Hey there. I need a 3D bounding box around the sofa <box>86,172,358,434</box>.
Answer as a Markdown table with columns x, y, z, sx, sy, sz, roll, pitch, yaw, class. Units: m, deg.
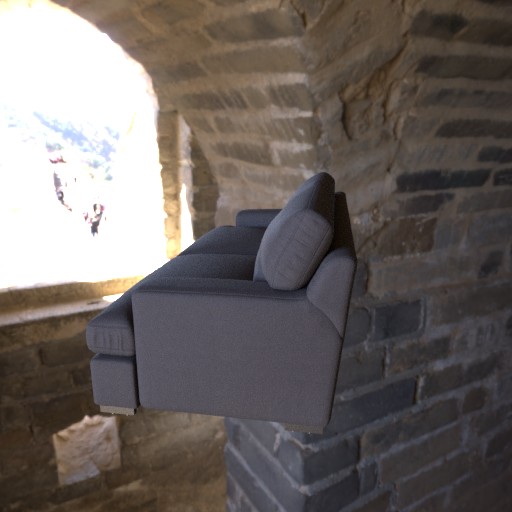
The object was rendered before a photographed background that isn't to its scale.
| x | y | z | sx | sy | sz | roll | pitch | yaw | class |
| --- | --- | --- | --- | --- | --- | --- | --- | --- | --- |
| 0.000 | 0.000 | 2.825 | 1.140 | 0.950 | 2.271 | 3 | 15 | 10 | sofa |
